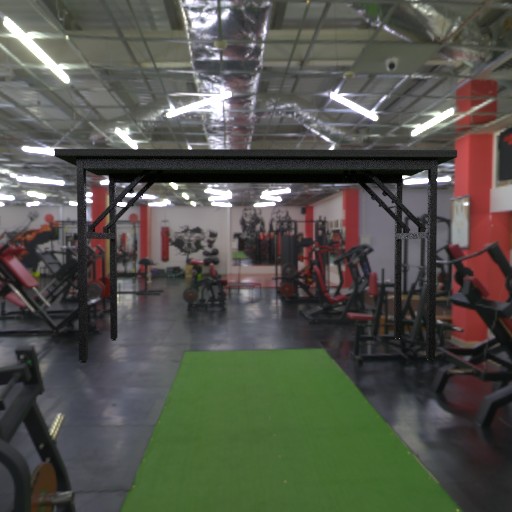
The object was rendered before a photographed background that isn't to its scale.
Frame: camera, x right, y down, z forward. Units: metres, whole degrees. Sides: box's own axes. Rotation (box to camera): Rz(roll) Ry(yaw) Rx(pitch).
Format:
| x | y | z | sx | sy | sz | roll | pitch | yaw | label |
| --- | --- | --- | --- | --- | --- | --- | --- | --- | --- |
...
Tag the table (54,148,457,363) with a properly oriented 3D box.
| x | y | z | sx | sy | sz | roll | pitch | yaw | label |
| --- | --- | --- | --- | --- | --- | --- | --- | --- | --- |
| 0.000 | 0.000 | 1.765 | 1.399 | 0.750 | 0.449 | 0 | 2 | -1 | table |
